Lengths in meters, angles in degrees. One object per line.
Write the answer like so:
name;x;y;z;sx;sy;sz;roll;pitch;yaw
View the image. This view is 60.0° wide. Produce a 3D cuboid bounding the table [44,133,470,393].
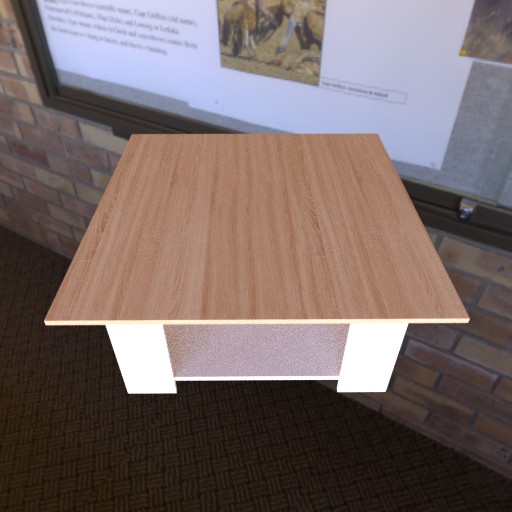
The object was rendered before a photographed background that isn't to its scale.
table;0.000;0.000;1.050;0.670;0.305;0.670;0;40;0
